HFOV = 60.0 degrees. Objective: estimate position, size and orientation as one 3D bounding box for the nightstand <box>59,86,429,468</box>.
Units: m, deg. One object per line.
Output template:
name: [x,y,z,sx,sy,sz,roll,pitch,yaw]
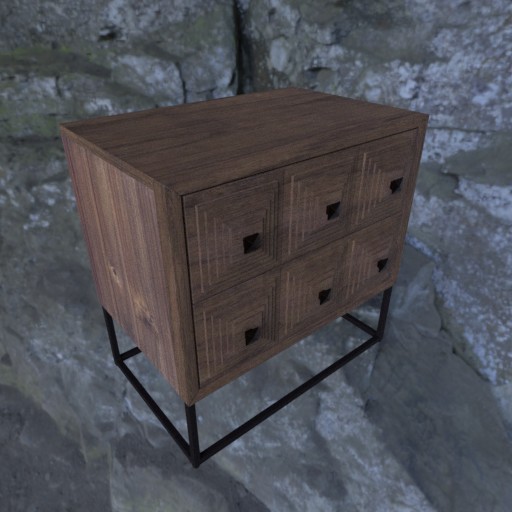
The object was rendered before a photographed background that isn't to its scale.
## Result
nightstand: [0.000,0.000,1.012,0.610,0.610,0.437,-23,38,-33]
